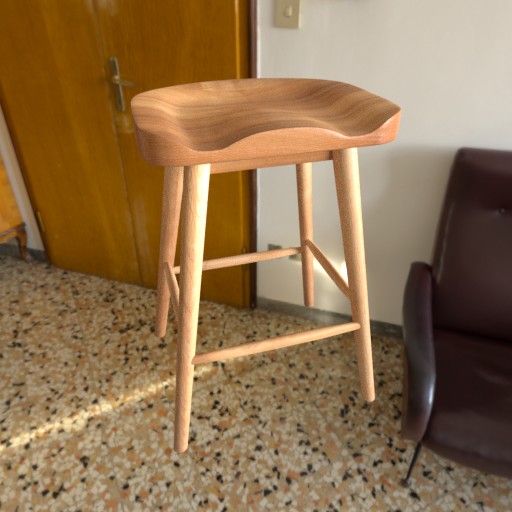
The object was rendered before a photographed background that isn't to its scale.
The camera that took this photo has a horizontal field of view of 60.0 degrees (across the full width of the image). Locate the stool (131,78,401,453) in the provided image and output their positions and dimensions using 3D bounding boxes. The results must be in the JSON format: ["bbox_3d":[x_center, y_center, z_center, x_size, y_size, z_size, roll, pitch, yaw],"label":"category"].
[{"bbox_3d":[0.000,0.000,0.890,0.440,0.615,0.361,-9,34,-14],"label":"stool"}]
